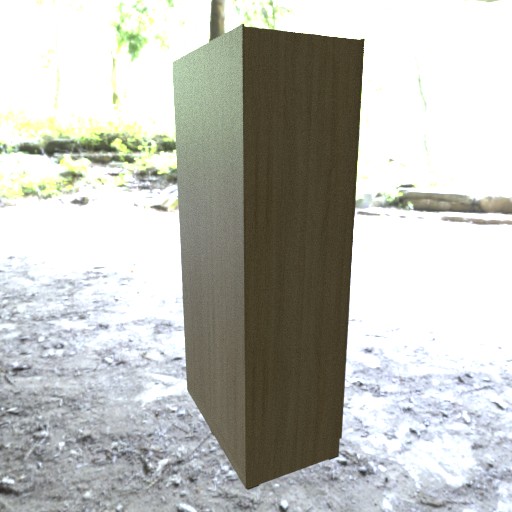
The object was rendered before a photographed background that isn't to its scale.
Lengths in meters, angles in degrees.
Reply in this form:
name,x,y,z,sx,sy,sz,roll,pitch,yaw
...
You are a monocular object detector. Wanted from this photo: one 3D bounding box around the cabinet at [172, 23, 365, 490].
name,x,y,z,sx,sy,sz,roll,pitch,yaw
cabinet,0.000,0.000,2.498,0.590,2.121,1.001,-7,17,-25
